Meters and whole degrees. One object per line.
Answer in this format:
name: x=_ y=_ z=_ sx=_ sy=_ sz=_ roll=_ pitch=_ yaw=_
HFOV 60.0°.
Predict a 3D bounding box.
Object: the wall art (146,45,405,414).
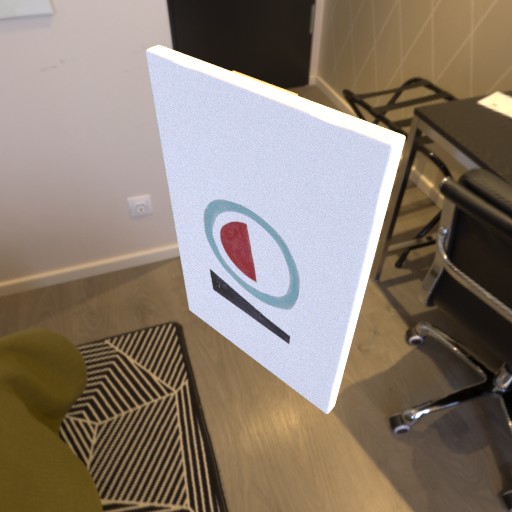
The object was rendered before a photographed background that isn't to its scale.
wall art: x=0.000 y=0.000 z=1.149 sx=0.602 sy=0.902 sz=0.048 roll=32 pitch=53 yaw=28
